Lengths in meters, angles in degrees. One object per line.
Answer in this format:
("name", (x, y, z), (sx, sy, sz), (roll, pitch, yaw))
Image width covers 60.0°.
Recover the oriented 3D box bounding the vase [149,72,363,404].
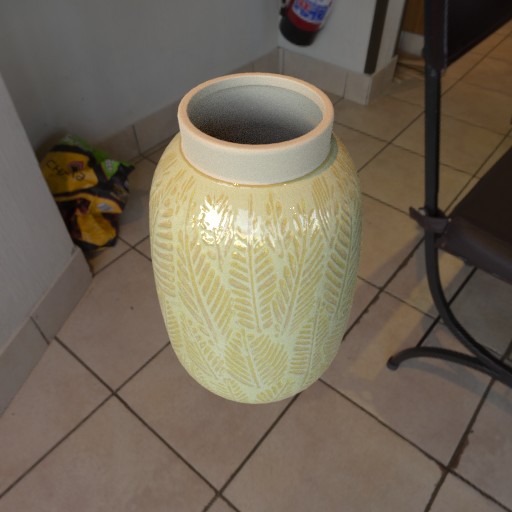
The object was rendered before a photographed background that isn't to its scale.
("vase", (0.000, 0.000, 0.372), (0.172, 0.270, 0.172), (0, 47, 0))
